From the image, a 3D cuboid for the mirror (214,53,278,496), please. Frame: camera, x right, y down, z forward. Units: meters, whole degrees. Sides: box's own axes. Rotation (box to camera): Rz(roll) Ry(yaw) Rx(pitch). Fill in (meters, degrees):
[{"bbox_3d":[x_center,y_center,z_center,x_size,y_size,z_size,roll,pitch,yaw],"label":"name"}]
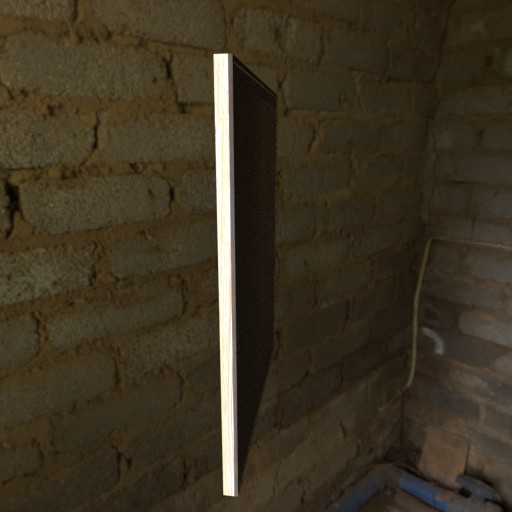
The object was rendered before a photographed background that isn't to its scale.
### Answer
[{"bbox_3d":[0.000,0.000,1.195,0.032,0.882,0.730,2,15,8],"label":"mirror"}]
